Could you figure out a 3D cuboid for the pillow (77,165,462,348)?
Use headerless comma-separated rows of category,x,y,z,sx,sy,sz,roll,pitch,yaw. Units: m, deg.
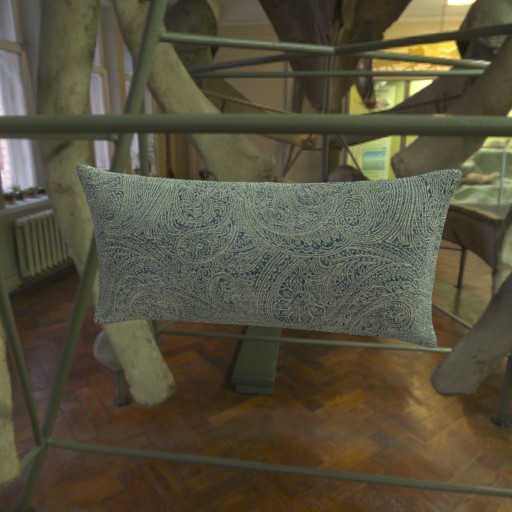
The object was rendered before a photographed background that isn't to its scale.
pillow,0.000,0.000,0.742,0.615,0.295,0.151,3,17,9
